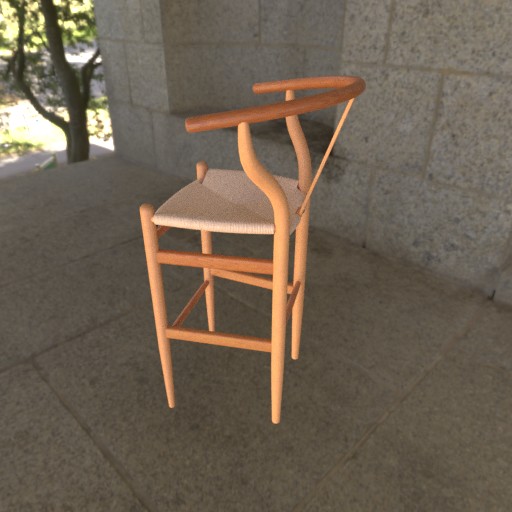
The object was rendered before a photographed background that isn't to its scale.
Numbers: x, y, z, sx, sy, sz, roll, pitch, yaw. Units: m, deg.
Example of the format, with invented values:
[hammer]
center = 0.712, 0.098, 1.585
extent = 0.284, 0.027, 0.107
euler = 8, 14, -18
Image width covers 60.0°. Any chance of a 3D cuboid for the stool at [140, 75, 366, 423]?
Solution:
[stool]
center = 0.000, 0.000, 1.409
extent = 0.561, 1.068, 0.574
euler = 8, 30, 14
